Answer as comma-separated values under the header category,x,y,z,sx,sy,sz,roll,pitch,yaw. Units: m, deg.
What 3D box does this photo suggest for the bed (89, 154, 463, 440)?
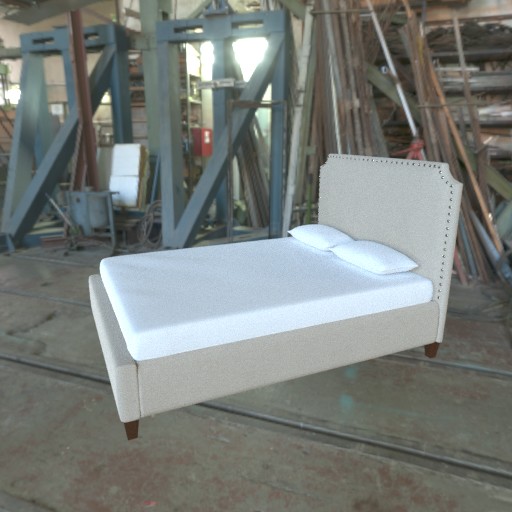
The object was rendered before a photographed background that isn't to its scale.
category,x,y,z,sx,sy,sz,roll,pitch,yaw
bed,0.000,0.000,3.433,2.372,1.443,1.713,-7,17,-24
